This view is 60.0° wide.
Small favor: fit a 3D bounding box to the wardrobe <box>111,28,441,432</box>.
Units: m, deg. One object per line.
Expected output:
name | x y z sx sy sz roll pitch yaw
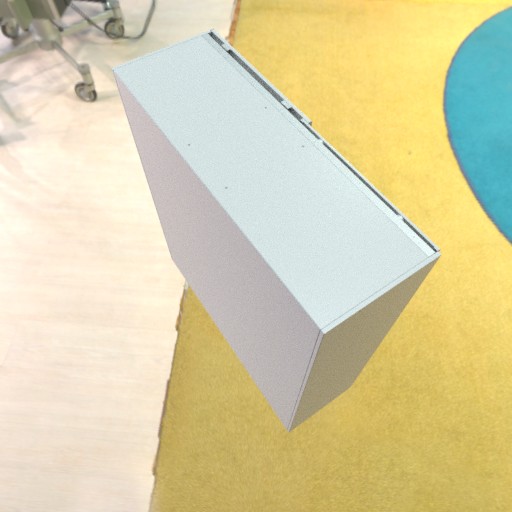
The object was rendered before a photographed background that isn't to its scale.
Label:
wardrobe | 0.000 0.000 2.865 0.629 1.960 1.780 -30 63 -17
